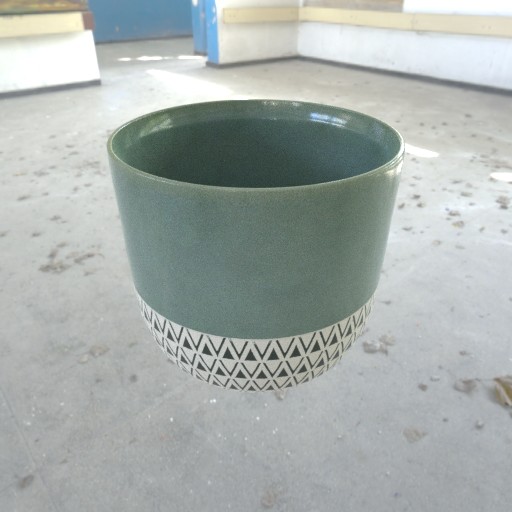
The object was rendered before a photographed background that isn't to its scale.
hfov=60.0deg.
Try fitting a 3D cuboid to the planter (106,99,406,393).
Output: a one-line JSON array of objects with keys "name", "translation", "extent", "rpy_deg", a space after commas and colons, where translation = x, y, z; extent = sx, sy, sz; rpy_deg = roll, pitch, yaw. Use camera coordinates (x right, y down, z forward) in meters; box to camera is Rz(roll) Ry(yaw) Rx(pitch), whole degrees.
[{"name": "planter", "translation": [0.000, 0.000, 0.480], "extent": [0.266, 0.270, 0.266], "rpy_deg": [0, 32, 0]}]
